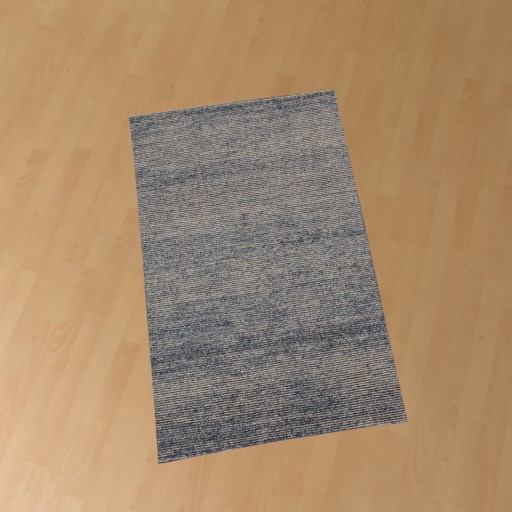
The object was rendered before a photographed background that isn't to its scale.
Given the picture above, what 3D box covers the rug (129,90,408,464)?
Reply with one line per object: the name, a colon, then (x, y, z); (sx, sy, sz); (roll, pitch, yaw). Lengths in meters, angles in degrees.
rug: (0.000, 0.000, 2.246); (1.159, 0.025, 1.793); (-8, 76, -2)
